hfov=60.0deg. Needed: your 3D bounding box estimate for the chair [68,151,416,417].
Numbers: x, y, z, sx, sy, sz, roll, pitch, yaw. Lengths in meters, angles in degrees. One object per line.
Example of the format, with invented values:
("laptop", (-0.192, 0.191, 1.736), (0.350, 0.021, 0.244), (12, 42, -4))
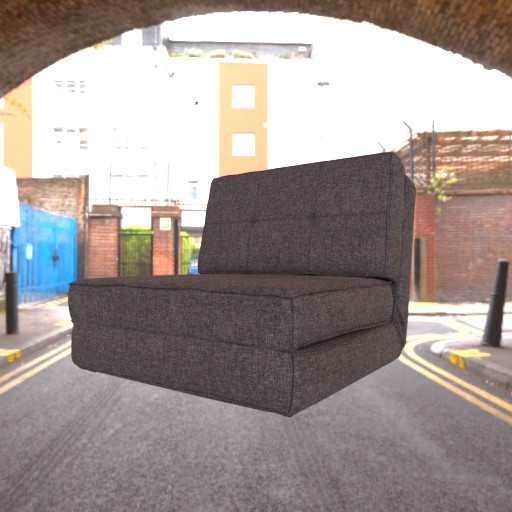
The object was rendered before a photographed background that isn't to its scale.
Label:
("chair", (0.000, 0.000, 1.324), (0.740, 0.615, 0.800), (-1, -1, 36))
